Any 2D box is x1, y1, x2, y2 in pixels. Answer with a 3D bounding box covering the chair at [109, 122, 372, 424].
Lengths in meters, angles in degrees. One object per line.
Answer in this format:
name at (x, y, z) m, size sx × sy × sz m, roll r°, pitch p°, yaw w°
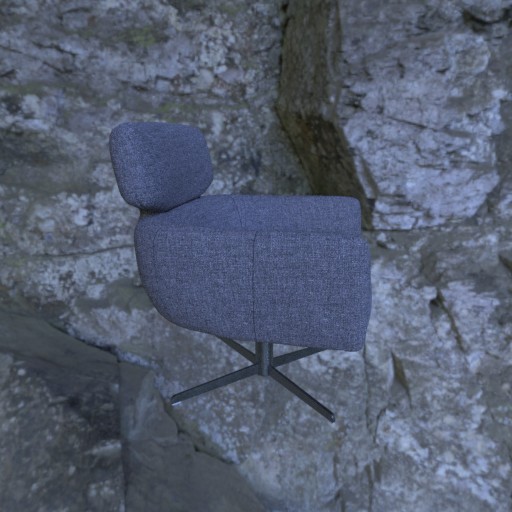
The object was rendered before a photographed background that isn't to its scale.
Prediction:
chair at (0.000, 0.000, 1.395) m, size 0.715 × 0.812 × 0.706 m, roll 3°, pitch 16°, yaw 10°
